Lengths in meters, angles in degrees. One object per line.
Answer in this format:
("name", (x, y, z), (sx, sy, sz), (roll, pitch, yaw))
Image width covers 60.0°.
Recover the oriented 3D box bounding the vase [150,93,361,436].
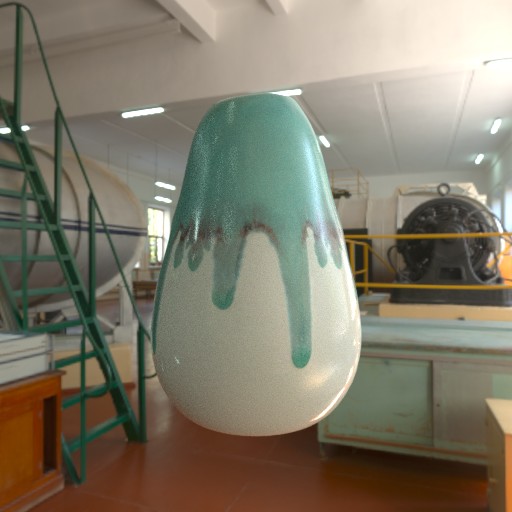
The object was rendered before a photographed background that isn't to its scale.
("vase", (0.000, 0.000, 0.251), (0.116, 0.179, 0.116), (0, -1, 0))
